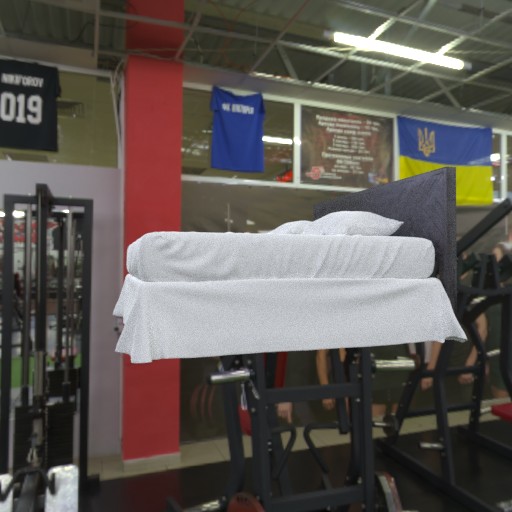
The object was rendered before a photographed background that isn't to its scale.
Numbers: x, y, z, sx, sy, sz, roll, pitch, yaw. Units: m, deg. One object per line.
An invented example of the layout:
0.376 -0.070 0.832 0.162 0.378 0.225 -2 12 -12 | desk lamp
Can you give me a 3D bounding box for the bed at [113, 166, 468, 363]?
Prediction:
0.000 0.000 3.542 2.165 1.158 2.255 0 -1 -18 | bed
